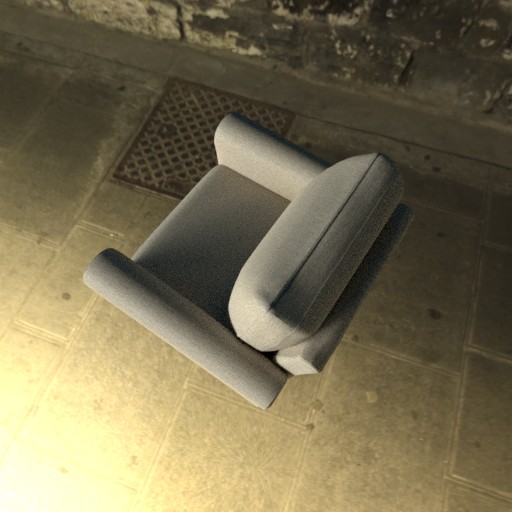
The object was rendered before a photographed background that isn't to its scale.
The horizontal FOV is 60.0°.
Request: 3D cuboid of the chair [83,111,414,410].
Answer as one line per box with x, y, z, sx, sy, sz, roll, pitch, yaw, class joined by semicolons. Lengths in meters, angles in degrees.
0.000;0.000;2.340;1.180;1.349;1.275;31;68;14;chair
